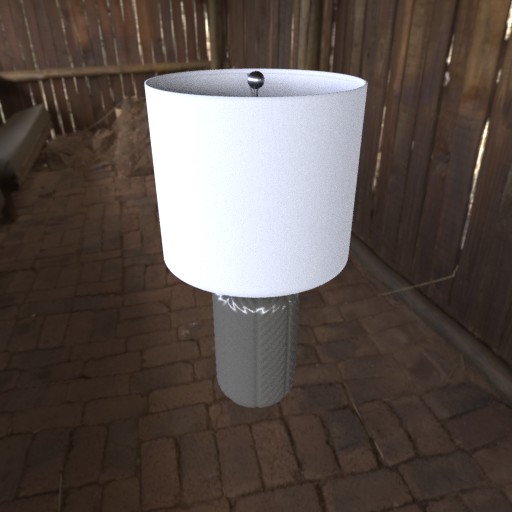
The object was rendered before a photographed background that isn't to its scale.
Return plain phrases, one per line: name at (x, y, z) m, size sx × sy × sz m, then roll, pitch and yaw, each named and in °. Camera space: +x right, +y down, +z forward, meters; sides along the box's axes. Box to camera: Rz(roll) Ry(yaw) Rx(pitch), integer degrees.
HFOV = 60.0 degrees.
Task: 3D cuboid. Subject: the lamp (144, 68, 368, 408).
lamp at (0.000, 0.000, 0.502) m, size 0.203 × 0.389 × 0.203 m, roll -19°, pitch 34°, yaw -31°
